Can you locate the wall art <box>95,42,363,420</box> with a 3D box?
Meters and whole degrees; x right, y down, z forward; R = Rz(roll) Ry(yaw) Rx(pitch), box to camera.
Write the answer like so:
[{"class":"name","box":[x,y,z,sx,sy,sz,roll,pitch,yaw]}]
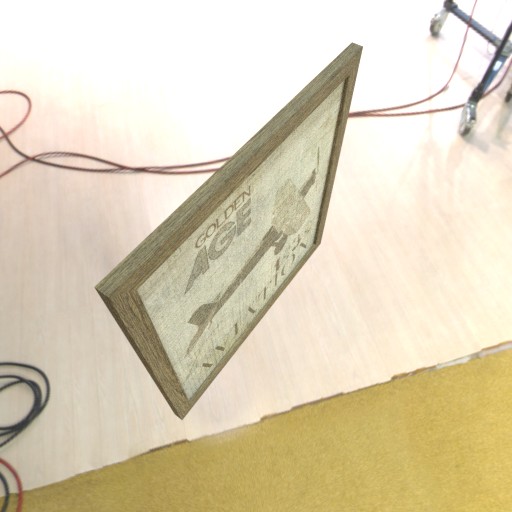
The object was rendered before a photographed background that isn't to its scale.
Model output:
[{"class":"wall art","box":[0.000,0.000,0.751,0.019,0.508,0.508,31,62,19]}]
